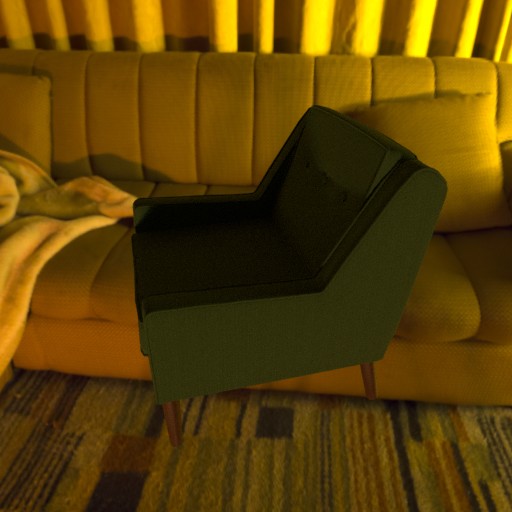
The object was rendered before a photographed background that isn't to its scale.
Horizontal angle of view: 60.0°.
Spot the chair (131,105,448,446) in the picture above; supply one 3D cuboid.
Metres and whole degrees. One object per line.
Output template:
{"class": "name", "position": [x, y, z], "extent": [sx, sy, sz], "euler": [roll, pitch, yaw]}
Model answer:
{"class": "chair", "position": [0.000, 0.000, 1.364], "extent": [0.743, 0.792, 0.663], "euler": [-8, 32, -13]}
